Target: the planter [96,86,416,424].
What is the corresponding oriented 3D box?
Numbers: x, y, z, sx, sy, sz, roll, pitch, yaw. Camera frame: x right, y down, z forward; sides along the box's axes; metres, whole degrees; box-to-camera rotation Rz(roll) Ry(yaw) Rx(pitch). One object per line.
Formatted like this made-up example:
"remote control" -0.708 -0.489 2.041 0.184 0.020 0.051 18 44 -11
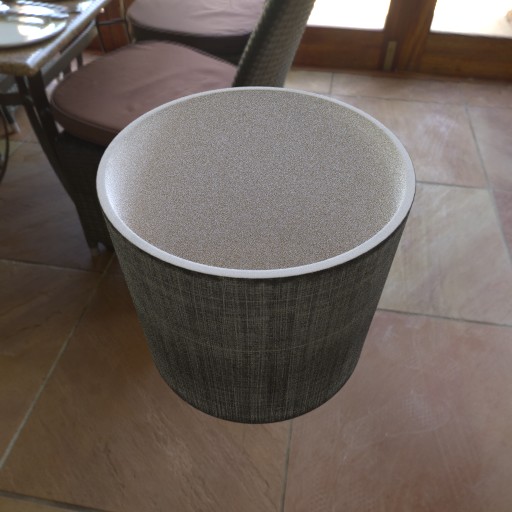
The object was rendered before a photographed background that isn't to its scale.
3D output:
"planter" 0.000 0.000 0.388 0.221 0.201 0.221 0 47 0
